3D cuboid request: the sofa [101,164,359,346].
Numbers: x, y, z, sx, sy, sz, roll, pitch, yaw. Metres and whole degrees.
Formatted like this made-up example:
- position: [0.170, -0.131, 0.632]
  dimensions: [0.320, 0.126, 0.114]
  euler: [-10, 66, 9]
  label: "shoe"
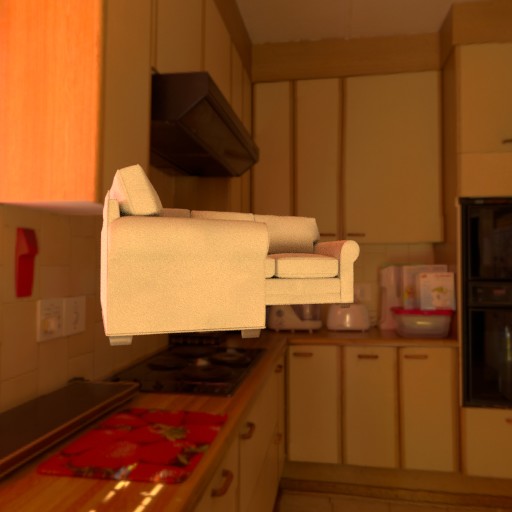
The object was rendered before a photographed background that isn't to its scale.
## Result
- position: [0.000, 0.000, 3.919]
  dimensions: [2.562, 1.053, 2.487]
  euler: [0, -1, -20]
  label: "sofa"
